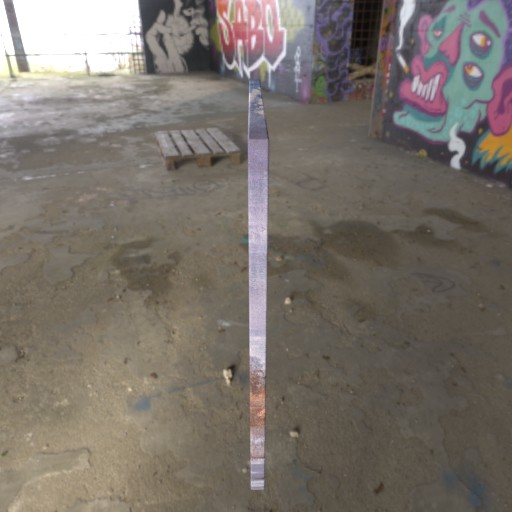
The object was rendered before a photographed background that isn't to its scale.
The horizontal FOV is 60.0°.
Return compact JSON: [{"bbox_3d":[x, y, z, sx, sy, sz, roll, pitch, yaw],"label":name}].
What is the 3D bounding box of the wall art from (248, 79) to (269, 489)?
[{"bbox_3d":[0.000,0.000,1.327,0.035,0.897,0.888,0,28,0],"label":"wall art"}]
